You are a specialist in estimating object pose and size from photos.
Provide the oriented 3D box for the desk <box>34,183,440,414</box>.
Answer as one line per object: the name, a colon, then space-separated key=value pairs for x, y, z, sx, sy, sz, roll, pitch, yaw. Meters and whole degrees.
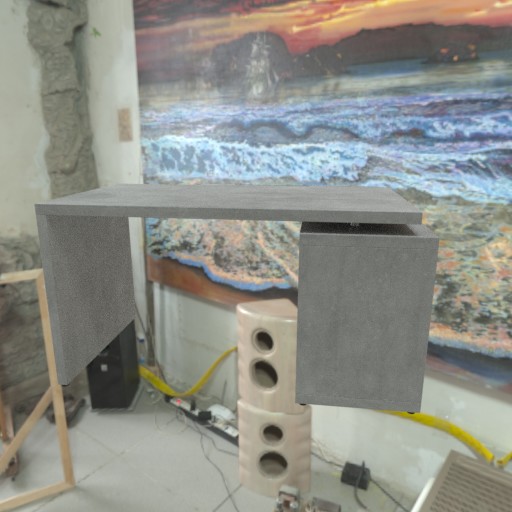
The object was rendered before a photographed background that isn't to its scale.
desk: x=0.000 y=0.000 z=2.311 sx=1.400 sy=0.740 sz=1.500 roll=2 pitch=15 yaw=8
